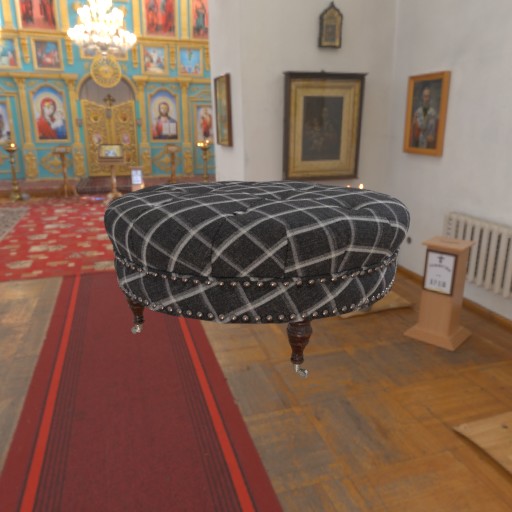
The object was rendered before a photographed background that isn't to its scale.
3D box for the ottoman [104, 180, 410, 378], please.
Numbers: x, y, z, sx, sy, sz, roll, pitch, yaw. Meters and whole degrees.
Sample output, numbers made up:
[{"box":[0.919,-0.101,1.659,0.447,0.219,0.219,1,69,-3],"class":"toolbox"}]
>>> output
[{"box":[0.000,0.000,1.404,0.901,0.439,0.901,0,15,0],"class":"ottoman"}]
